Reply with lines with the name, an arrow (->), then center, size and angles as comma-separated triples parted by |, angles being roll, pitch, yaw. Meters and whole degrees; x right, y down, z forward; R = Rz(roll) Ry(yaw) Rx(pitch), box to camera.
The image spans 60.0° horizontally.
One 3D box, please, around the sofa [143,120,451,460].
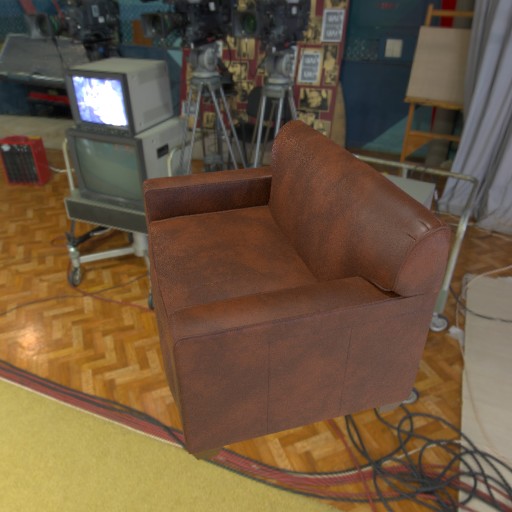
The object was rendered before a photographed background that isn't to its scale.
sofa -> 0.000, 0.000, 2.104 | 1.000, 0.956, 1.413 | -9, 33, -14
